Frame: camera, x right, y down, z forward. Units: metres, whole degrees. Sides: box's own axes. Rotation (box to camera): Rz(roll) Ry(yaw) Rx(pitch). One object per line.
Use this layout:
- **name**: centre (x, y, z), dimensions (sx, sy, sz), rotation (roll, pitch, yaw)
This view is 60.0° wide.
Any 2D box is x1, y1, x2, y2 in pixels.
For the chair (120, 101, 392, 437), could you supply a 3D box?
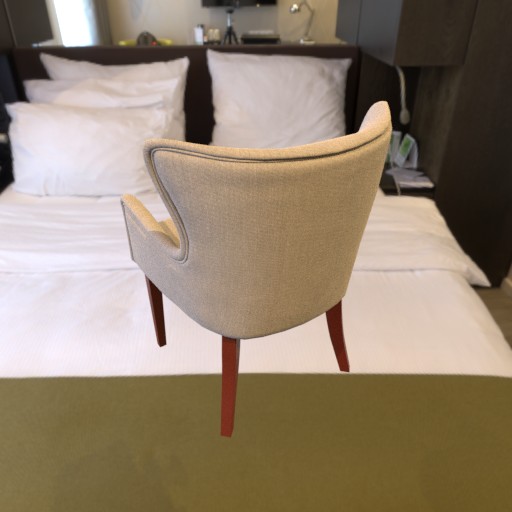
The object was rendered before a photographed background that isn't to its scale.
- **chair**: centre (0.000, 0.000, 1.440), dimensions (0.732, 0.948, 0.677), rotation (-19, 36, -28)
